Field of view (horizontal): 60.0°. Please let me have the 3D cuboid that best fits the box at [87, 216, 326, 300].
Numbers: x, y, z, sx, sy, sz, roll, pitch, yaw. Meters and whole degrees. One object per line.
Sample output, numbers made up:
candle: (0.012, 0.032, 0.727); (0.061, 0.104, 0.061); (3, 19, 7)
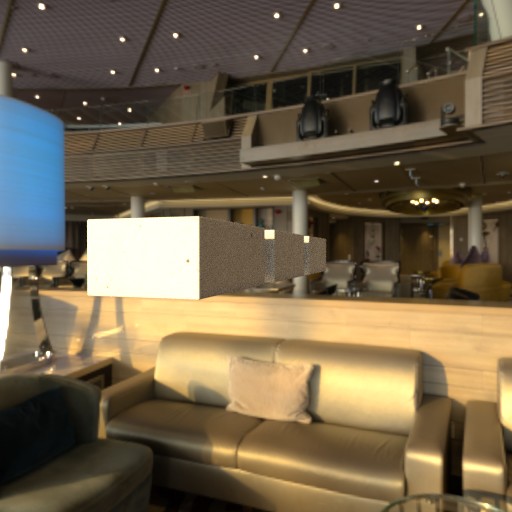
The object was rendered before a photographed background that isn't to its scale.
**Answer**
box: (0.000, 0.000, 0.498); (0.082, 0.051, 0.461); (0, 0, 18)
